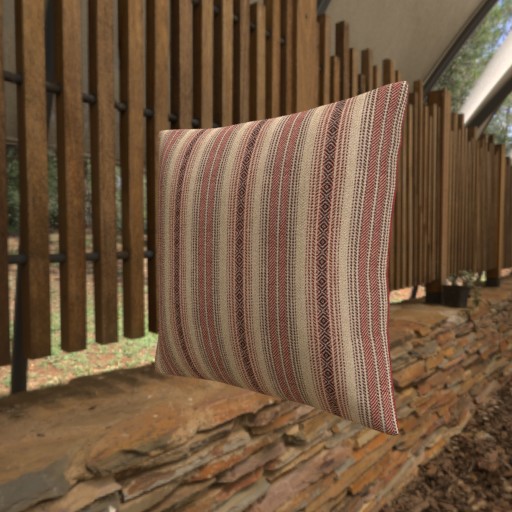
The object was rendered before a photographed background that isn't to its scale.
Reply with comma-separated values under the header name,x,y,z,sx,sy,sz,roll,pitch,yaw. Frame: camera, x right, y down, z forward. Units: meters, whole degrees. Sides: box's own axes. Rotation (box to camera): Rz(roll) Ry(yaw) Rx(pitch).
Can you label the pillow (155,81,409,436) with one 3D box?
name,x,y,z,sx,sy,sz,roll,pitch,yaw
pillow,0.000,0.000,0.769,0.513,0.497,0.166,2,3,36
